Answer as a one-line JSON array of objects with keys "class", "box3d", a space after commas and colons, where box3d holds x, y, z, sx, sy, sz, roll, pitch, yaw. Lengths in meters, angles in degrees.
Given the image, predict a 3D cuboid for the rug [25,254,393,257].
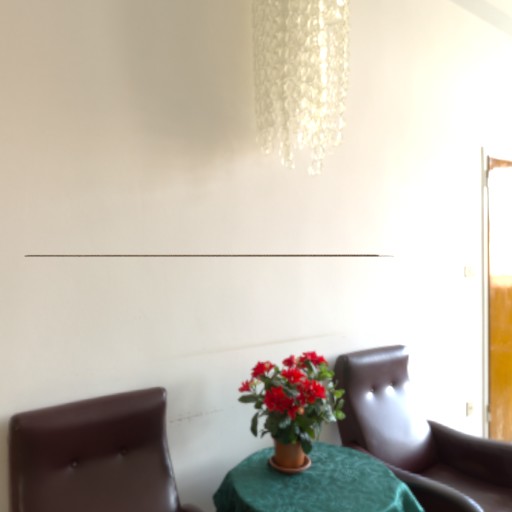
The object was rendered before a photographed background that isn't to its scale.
[{"class": "rug", "box3d": [0.000, 0.000, 4.158, 2.406, 0.012, 3.034, 0, 0, 19]}]
